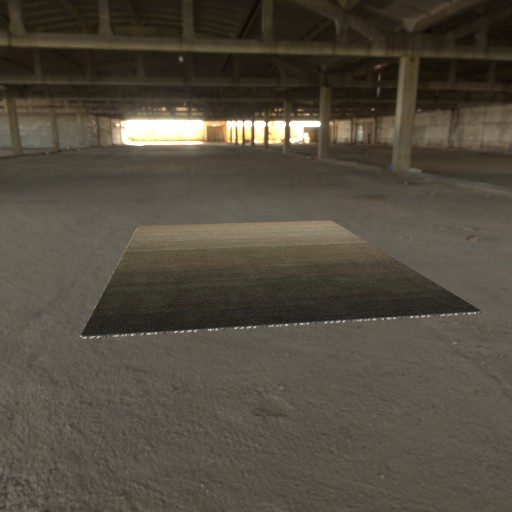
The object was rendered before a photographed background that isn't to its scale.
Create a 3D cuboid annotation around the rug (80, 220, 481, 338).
[{"bbox_3d":[0.000,0.000,3.851,2.306,0.017,2.902,-2,16,-8],"label":"rug"}]
